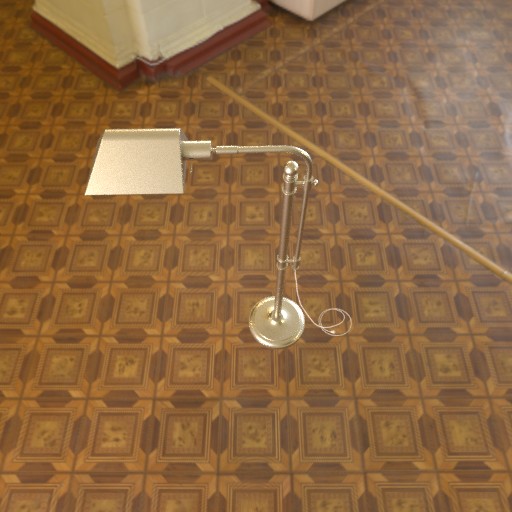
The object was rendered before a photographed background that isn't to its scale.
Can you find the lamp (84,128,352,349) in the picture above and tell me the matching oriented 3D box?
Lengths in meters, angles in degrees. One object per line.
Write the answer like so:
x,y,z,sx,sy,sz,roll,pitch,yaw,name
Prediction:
0.000,0.000,0.970,0.546,0.708,0.159,0,57,0,lamp
